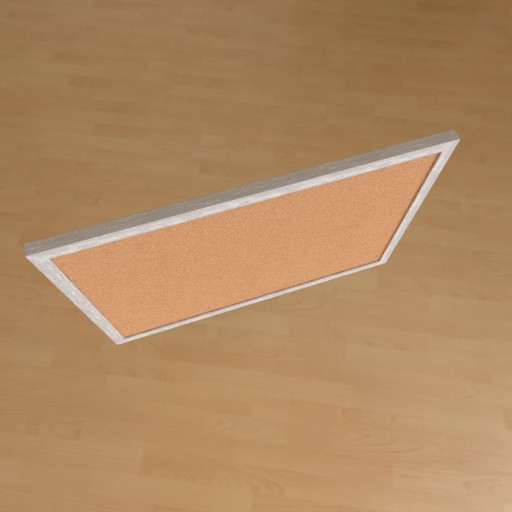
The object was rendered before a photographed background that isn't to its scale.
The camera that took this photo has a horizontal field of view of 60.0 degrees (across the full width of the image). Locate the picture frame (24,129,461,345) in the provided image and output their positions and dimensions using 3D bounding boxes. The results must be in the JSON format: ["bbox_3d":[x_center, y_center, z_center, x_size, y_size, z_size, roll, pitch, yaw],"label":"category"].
[{"bbox_3d":[0.000,0.000,1.216,0.950,0.640,0.029,-16,65,-8],"label":"picture frame"}]
